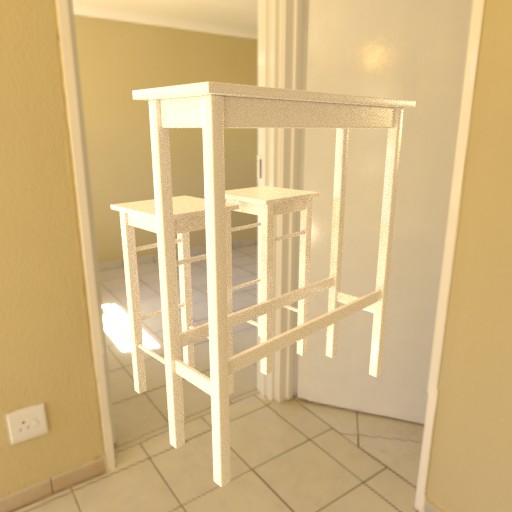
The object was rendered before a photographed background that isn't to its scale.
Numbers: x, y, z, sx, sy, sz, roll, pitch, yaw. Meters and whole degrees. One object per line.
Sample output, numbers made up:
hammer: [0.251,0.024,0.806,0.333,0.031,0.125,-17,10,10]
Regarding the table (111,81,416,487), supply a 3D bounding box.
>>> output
table: [0.000,0.000,1.593,0.915,1.065,0.650,-15,22,-42]
